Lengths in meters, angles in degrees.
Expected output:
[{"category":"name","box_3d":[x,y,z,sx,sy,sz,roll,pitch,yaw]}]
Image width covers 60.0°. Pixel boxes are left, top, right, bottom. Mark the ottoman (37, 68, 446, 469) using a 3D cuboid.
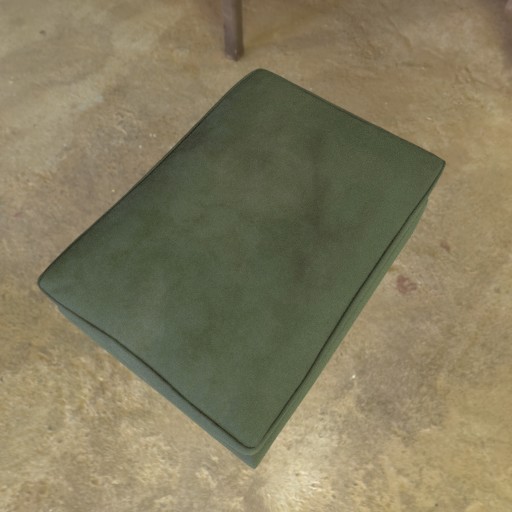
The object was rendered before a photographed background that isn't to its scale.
[{"category":"ottoman","box_3d":[0.000,0.000,1.220,0.632,0.495,0.864,33,68,15]}]
